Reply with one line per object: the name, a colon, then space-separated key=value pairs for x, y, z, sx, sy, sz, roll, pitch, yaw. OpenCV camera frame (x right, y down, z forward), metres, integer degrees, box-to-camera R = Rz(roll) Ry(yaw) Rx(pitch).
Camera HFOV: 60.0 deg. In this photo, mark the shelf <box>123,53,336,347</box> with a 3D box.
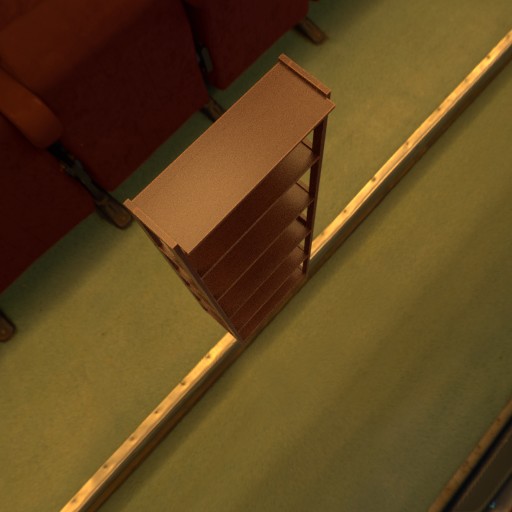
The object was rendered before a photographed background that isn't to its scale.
shelf: x=0.000 y=0.000 z=2.146 sx=0.381 sy=1.892 sz=0.660 roll=41 pitch=78 yaw=10
